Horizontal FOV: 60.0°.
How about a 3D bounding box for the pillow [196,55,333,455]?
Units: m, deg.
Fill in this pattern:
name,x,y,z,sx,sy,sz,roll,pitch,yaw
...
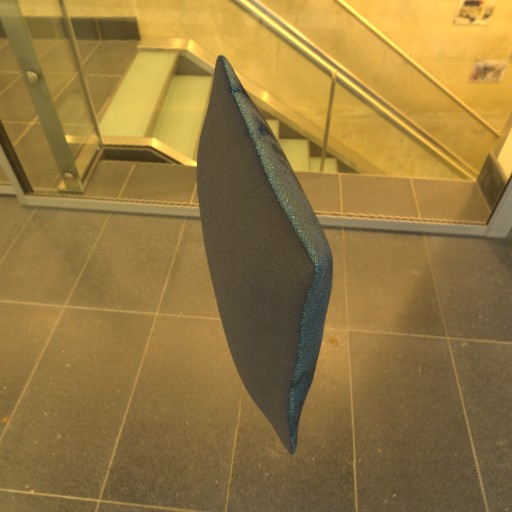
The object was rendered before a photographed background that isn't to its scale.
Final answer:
name,x,y,z,sx,sy,sz,roll,pitch,yaw
pillow,0.000,0.000,0.656,0.138,0.430,0.436,-10,48,-9
